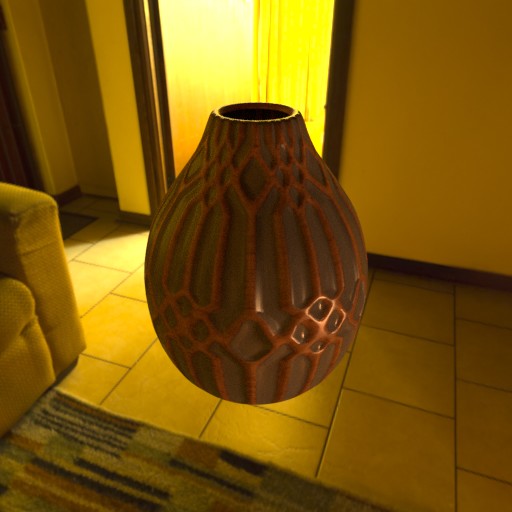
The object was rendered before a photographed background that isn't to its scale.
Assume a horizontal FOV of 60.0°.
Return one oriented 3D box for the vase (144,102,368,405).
[{"bbox_3d":[0.000,0.000,0.137,0.069,0.088,0.069,0,31,0],"label":"vase"}]
